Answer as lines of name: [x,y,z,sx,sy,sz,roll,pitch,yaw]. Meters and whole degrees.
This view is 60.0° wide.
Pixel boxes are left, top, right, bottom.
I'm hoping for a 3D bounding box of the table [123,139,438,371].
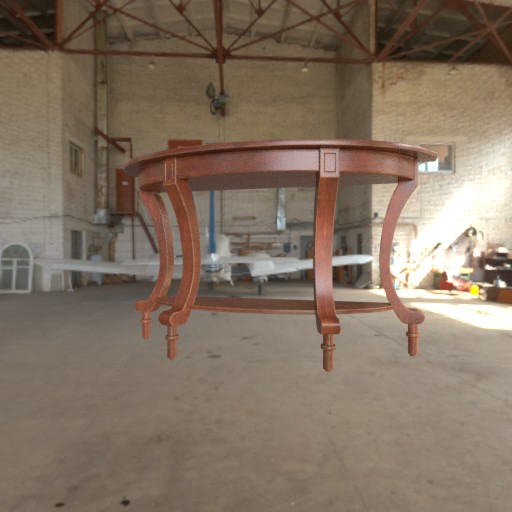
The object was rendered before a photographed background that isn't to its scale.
table: [0.000,0.000,1.536,1.198,0.699,0.394,0,1,16]
